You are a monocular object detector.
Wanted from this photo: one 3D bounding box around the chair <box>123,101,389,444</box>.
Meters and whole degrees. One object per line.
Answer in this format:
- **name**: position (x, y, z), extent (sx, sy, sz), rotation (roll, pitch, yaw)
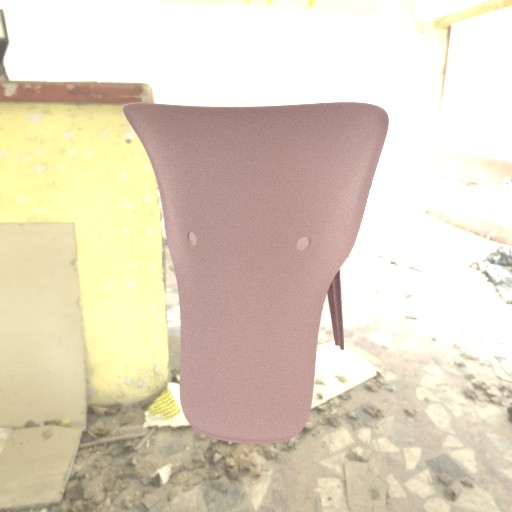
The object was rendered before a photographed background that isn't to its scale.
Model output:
- **chair**: position (0.000, 0.000, 0.854), extent (0.451, 0.554, 0.402), rotation (3, 18, 9)
